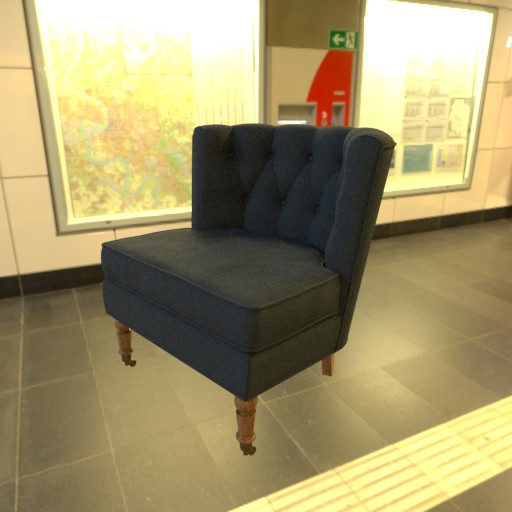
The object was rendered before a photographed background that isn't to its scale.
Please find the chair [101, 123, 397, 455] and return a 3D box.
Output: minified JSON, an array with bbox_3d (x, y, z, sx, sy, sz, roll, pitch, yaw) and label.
[{"bbox_3d":[0.000,0.000,1.381,0.740,0.771,0.718,18,25,42],"label":"chair"}]
